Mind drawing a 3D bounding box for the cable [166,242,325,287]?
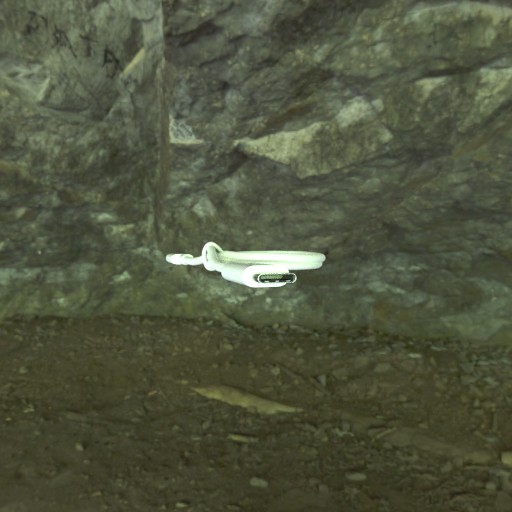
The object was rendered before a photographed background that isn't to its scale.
[{"bbox_3d":[0.000,0.000,0.225,0.070,0.014,0.203,0,2,-19],"label":"cable"}]
